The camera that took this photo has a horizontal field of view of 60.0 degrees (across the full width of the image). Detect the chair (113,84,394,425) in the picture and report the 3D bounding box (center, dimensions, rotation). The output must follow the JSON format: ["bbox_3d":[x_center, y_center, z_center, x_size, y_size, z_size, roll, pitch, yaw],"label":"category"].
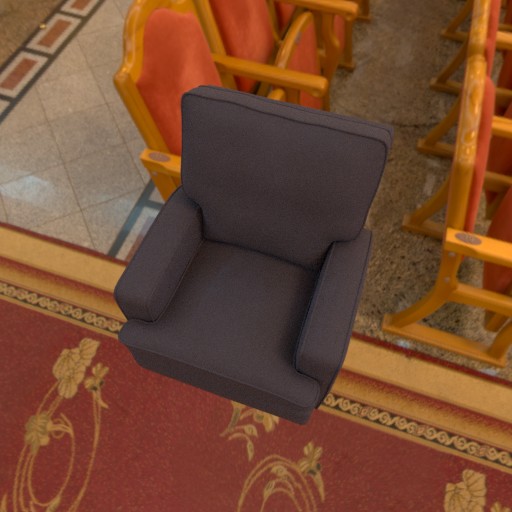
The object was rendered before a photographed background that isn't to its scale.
[{"bbox_3d":[0.000,0.000,1.741,0.861,0.962,0.964,16,60,10],"label":"chair"}]
